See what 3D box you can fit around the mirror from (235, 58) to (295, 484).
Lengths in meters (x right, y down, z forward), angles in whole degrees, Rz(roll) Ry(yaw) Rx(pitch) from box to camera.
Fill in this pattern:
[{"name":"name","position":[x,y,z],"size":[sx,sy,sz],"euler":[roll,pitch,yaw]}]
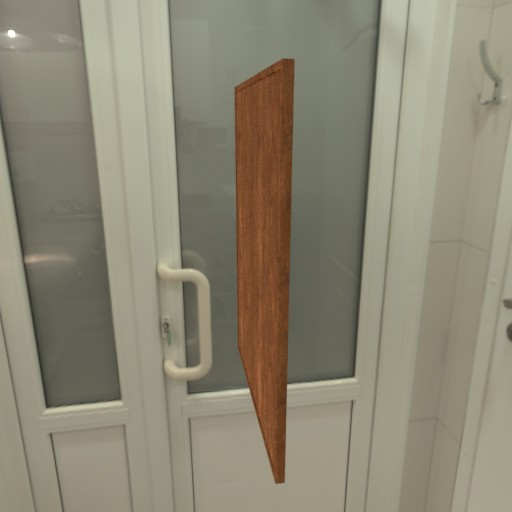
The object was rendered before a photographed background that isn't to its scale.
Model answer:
[{"name":"mirror","position":[0.000,0.000,1.460],"size":[0.028,1.099,0.796],"euler":[-3,17,-9]}]
